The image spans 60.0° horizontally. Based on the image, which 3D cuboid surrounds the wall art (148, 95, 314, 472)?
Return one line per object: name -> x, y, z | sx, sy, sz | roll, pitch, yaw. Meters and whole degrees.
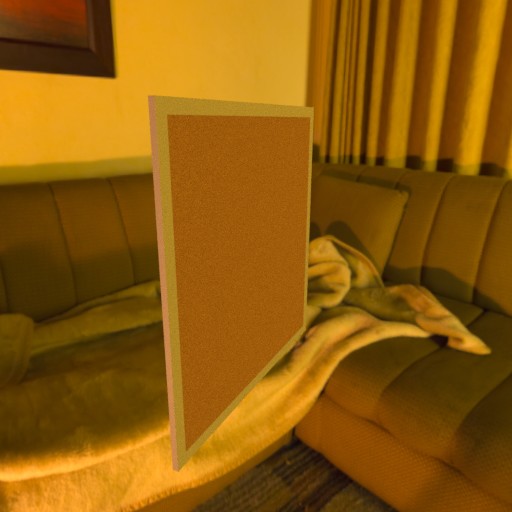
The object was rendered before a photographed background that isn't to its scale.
wall art -> 0.000, 0.000, 0.701 | 0.009, 0.457, 0.456 | 8, 19, 26
